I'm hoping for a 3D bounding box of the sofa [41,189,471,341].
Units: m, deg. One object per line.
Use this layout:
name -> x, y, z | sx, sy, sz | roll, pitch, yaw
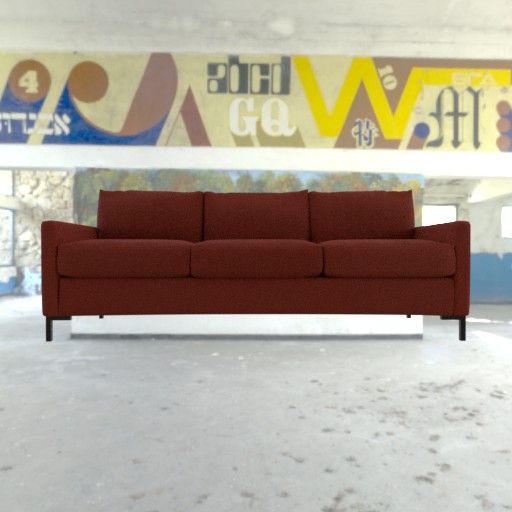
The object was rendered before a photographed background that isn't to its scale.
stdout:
sofa -> 0.000, 0.000, 2.690 | 2.252, 0.879, 0.875 | 0, 0, 0
